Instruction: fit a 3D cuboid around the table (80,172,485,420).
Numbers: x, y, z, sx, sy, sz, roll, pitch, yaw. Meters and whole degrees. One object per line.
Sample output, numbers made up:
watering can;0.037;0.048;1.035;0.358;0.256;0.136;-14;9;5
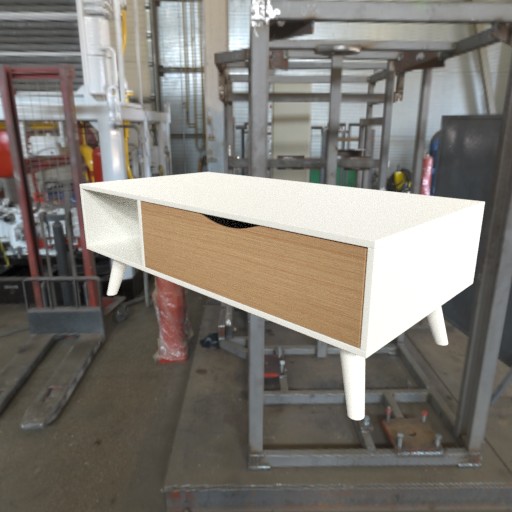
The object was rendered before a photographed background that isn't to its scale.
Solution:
table;0.000;0.000;1.487;1.194;0.432;0.609;15;22;42
